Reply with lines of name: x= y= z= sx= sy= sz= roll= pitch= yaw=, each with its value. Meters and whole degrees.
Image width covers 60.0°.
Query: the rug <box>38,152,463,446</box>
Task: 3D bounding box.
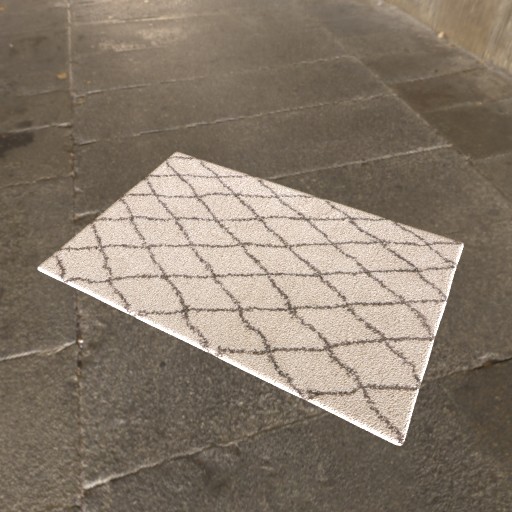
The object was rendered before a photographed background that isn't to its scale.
rug: x=0.000 y=0.000 z=3.380 sx=2.743 sy=0.030 sz=1.778 roll=21 pitch=49 yaw=19
